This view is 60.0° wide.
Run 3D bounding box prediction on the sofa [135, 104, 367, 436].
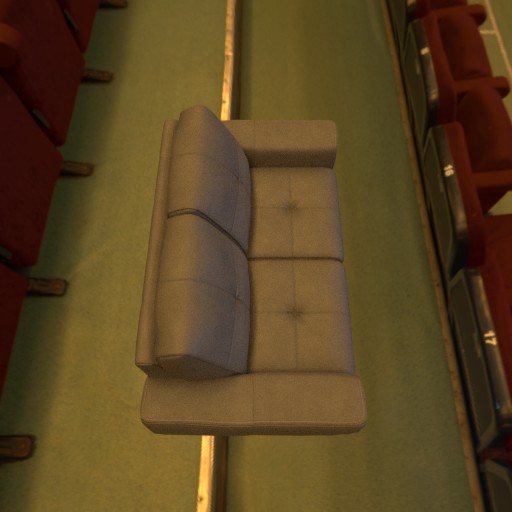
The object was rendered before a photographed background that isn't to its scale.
[{"bbox_3d":[0.000,0.000,2.403,1.018,0.907,1.806,0,63,0],"label":"sofa"}]
